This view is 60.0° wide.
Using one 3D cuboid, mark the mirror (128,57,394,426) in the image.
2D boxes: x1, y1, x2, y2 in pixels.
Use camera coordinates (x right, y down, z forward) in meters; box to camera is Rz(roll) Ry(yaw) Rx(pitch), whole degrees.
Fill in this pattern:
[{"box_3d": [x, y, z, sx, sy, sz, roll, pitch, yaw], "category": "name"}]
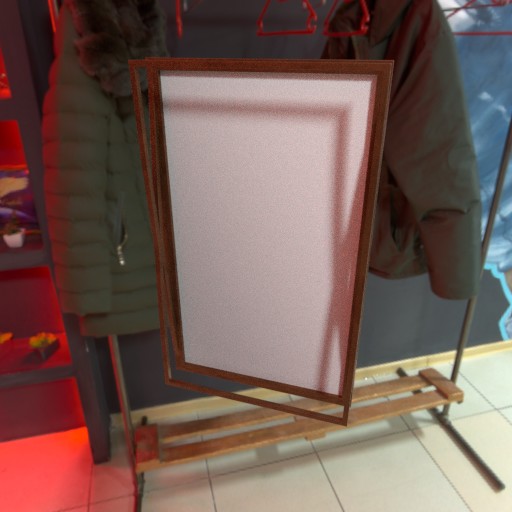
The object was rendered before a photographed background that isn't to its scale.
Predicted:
[{"box_3d": [0.000, 0.000, 0.948, 0.468, 0.768, 0.082, 8, 27, 16], "category": "mirror"}]
